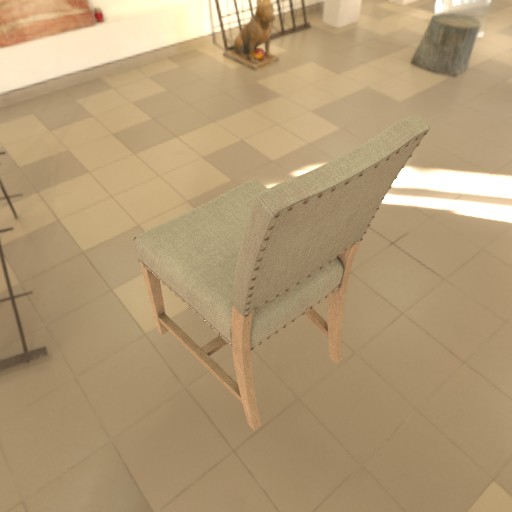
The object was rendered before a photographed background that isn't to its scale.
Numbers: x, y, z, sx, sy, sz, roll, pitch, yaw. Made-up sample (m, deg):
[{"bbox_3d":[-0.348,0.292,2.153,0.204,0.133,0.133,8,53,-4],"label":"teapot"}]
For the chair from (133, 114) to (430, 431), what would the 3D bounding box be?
[{"bbox_3d":[0.000,0.000,1.319,0.508,0.986,0.622,-31,53,-26],"label":"chair"}]
